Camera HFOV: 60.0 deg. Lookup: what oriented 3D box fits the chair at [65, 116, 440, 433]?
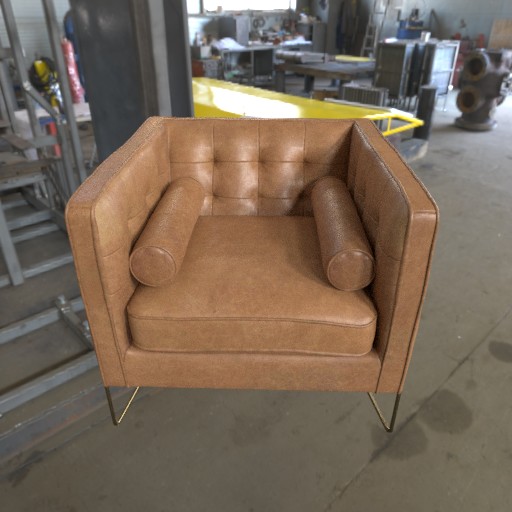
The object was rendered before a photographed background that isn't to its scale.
[{"bbox_3d":[0.000,0.000,1.597,0.920,0.797,0.912,1,30,2],"label":"chair"}]
